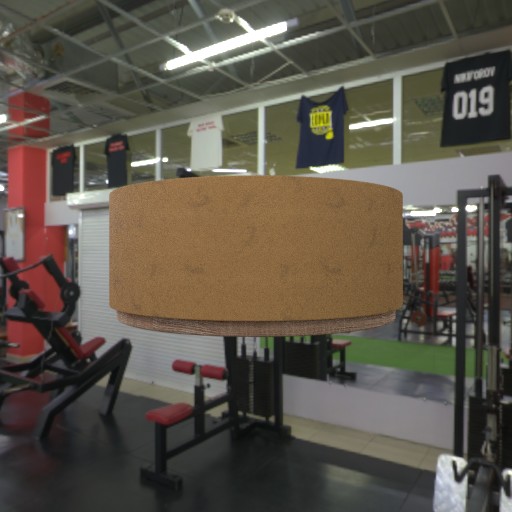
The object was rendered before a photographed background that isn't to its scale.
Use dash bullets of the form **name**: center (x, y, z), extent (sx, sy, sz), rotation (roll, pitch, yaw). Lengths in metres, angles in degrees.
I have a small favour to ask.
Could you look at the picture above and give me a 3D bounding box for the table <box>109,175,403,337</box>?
- **table**: center (0.000, 0.000, 1.592), extent (1.001, 0.409, 1.001), rotation (0, 0, 0)
